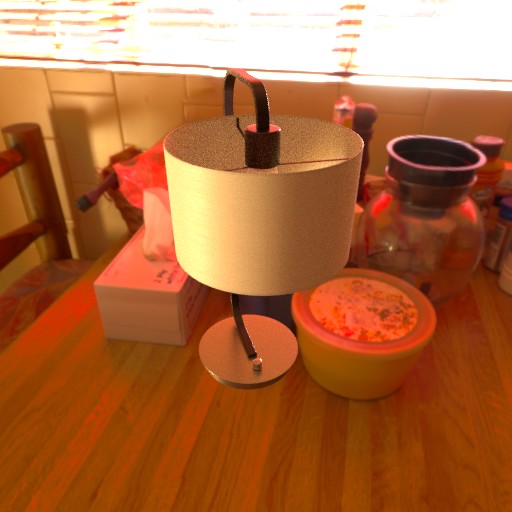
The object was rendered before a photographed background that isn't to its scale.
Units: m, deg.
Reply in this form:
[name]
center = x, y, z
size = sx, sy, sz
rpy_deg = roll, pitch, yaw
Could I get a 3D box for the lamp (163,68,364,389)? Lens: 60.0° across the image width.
[lamp]
center = 0.000, 0.000, 0.634
size = 0.230, 0.473, 0.288
rpy_deg = -9, 32, -15
